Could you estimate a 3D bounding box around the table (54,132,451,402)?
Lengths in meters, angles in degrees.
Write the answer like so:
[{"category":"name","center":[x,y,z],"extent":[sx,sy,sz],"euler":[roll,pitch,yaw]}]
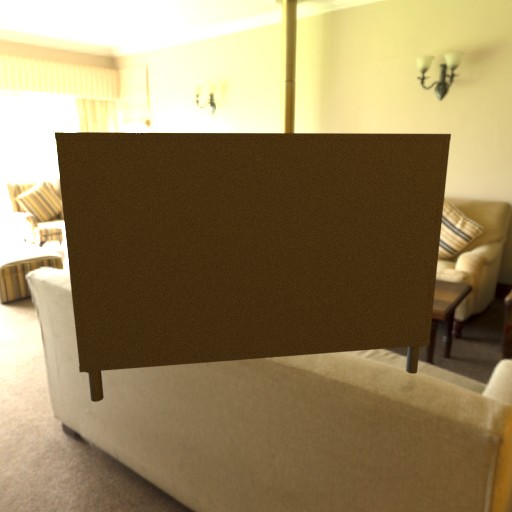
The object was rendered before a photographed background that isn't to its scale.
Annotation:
[{"category":"table","center":[0.000,0.000,1.617],"extent":[1.200,0.855,0.400],"euler":[-2,14,-9]}]
